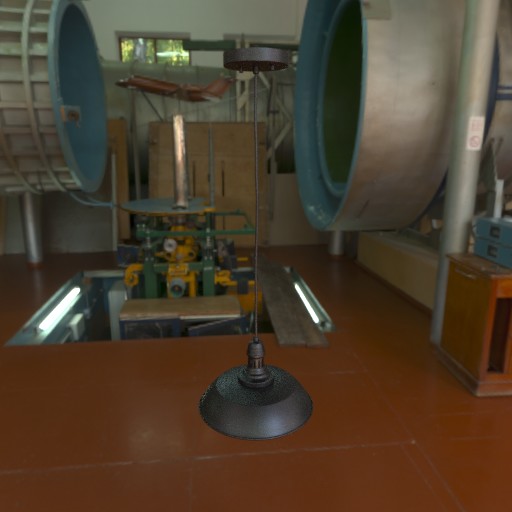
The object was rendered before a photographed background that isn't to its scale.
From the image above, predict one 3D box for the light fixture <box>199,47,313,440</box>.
[{"bbox_3d":[0.000,0.000,1.180,0.331,0.993,0.331,8,16,27],"label":"light fixture"}]
